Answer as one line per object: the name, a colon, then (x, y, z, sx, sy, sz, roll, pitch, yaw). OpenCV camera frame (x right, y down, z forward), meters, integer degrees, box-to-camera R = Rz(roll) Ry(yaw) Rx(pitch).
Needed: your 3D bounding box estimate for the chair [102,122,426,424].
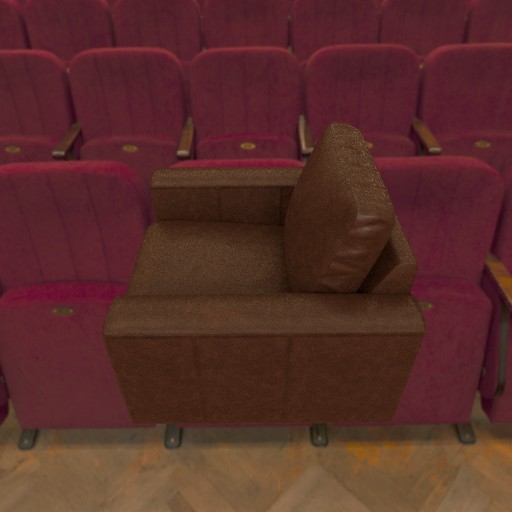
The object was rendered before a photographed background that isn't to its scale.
chair: (0.000, 0.000, 1.771, 1.016, 0.873, 1.005, 0, 40, 0)
